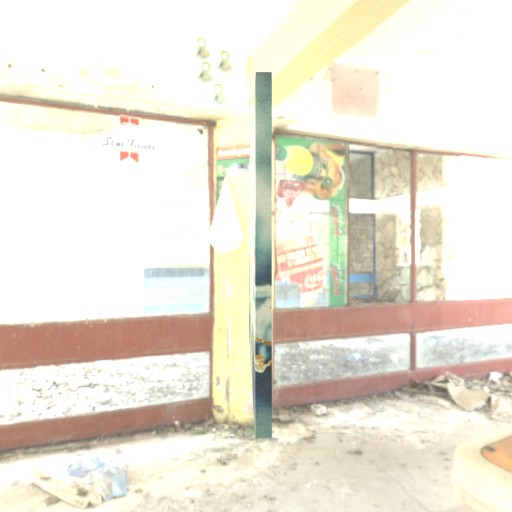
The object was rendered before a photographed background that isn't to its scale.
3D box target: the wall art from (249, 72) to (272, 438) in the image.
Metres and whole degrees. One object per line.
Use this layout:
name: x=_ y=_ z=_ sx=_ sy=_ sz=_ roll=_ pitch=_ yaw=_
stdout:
wall art: x=0.000 y=0.000 z=1.487 sx=0.035 sy=0.759 sz=1.138 roll=0 pitch=0 yaw=-2
